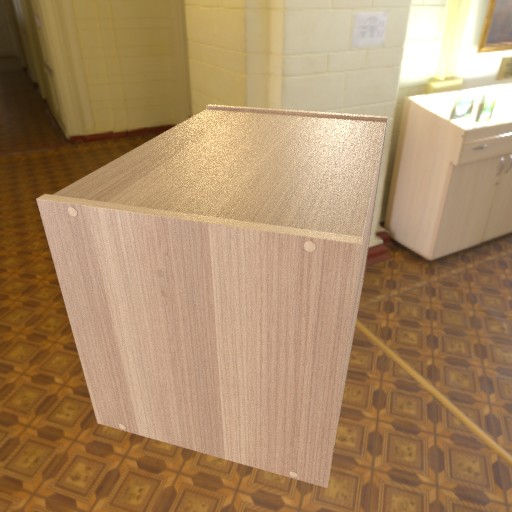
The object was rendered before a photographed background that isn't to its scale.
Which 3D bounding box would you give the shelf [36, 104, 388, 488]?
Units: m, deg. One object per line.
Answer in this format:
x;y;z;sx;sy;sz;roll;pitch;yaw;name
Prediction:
0.000;0.000;0.613;0.290;0.305;0.415;9;32;15;shelf
